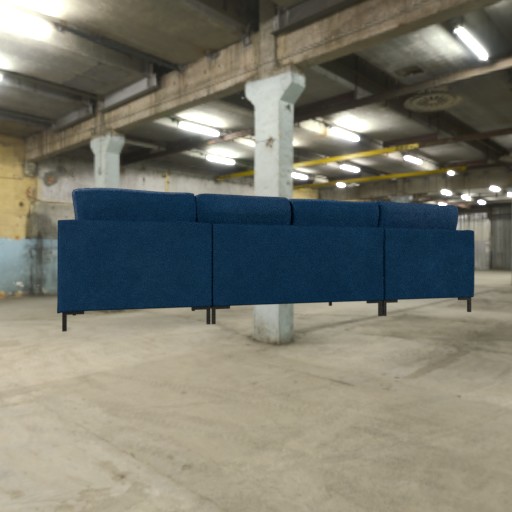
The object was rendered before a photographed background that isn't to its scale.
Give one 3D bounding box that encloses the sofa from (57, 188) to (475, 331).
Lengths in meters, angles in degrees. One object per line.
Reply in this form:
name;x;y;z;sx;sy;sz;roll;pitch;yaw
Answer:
sofa;0.000;0.000;4.363;3.434;0.992;2.055;0;0;-18
